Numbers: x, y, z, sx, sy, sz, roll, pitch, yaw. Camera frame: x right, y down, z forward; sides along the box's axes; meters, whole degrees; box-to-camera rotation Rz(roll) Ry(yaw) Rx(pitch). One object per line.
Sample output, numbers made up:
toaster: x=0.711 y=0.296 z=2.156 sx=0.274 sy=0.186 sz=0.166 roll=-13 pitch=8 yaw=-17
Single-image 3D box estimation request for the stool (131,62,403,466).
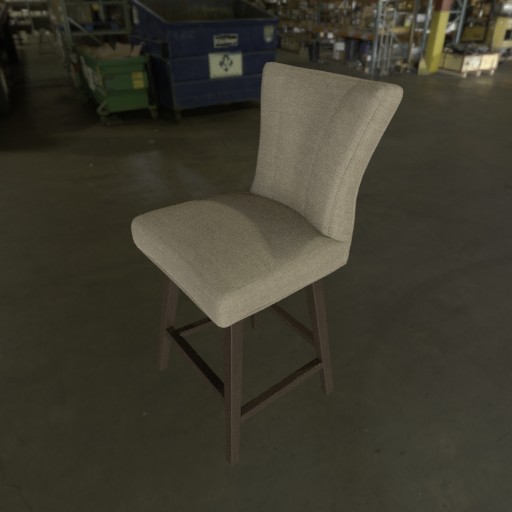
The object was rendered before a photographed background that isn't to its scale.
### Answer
stool: x=0.000 y=0.000 z=1.337 sx=0.574 sy=1.000 sz=0.514 roll=-21 pitch=37 yaw=-31
